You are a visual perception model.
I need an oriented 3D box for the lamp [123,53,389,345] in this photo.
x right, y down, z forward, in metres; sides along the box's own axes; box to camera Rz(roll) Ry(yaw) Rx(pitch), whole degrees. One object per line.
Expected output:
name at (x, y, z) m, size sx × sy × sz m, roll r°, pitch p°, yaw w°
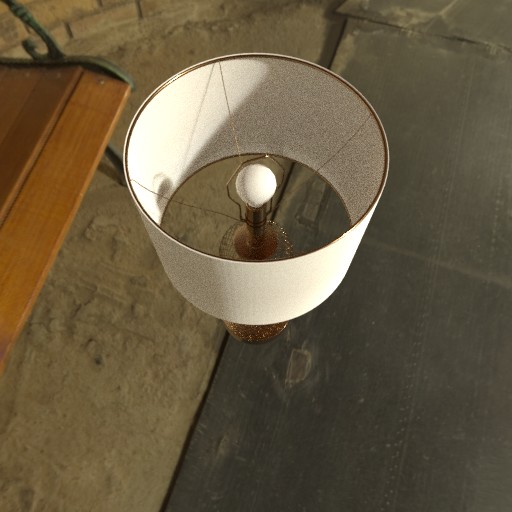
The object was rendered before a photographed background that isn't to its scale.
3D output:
lamp at (0.000, 0.000, 0.640) m, size 0.252 × 0.483 × 0.252 m, roll -17°, pitch 65°, yaw -8°
